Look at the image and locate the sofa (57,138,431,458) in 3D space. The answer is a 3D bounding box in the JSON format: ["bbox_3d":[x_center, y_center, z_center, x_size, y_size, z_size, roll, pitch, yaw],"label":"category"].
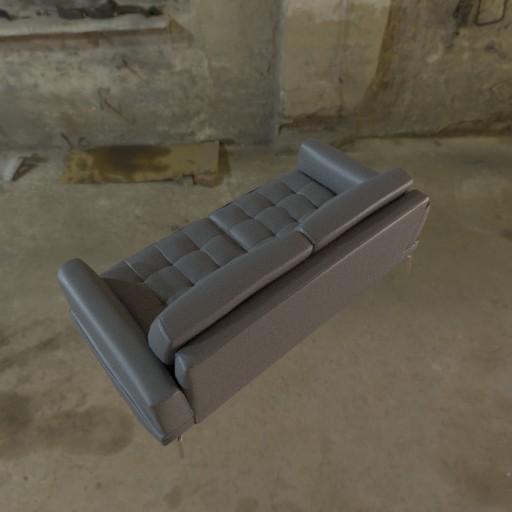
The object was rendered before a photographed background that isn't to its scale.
[{"bbox_3d":[0.000,0.000,2.783,2.177,0.930,1.121,-32,54,-27],"label":"sofa"}]
